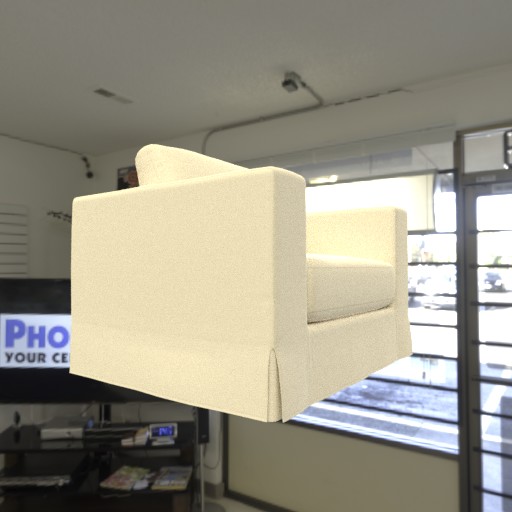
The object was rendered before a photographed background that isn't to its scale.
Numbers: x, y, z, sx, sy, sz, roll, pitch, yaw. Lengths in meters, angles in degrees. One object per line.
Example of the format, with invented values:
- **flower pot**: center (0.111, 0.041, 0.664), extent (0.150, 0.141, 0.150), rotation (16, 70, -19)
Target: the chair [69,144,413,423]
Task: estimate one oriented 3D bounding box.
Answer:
- **chair**: center (0.000, 0.000, 1.848), extent (0.957, 0.878, 1.150), rotation (-1, -2, 36)
